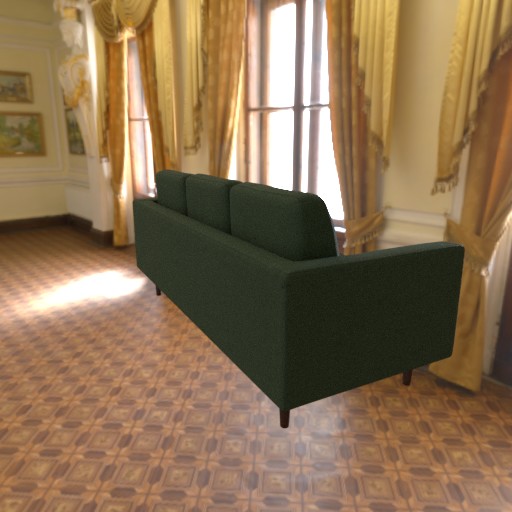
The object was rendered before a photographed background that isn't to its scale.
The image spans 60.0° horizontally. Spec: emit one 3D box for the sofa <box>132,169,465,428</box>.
[{"bbox_3d":[0.000,0.000,2.482,0.879,0.899,2.029,-8,16,-27],"label":"sofa"}]
